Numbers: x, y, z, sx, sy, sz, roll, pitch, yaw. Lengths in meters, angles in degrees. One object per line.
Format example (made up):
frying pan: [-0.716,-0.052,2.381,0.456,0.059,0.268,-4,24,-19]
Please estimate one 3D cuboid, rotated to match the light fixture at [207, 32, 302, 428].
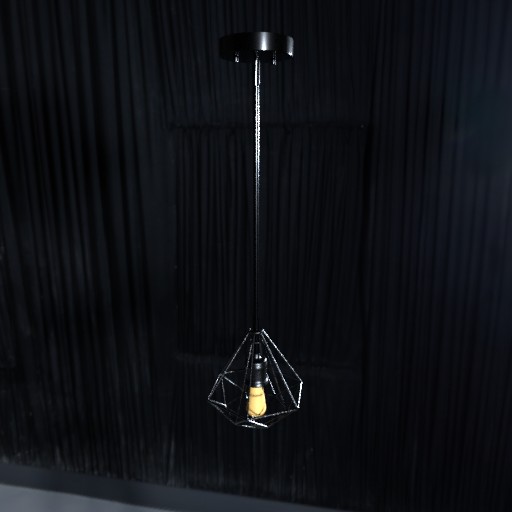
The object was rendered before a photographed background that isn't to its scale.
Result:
light fixture: [0.000,0.000,1.982,0.431,1.764,0.487,2,15,9]
